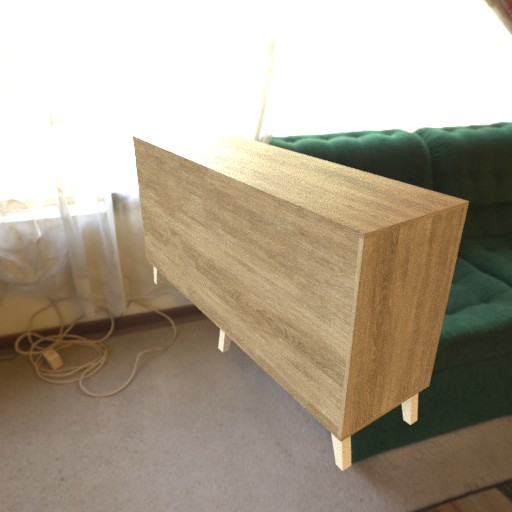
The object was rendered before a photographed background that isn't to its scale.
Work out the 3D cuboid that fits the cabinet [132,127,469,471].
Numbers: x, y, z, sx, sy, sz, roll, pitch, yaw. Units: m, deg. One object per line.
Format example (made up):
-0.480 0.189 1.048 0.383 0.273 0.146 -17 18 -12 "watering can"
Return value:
0.000 0.000 1.995 0.450 0.870 1.600 -16 30 -31 "cabinet"
